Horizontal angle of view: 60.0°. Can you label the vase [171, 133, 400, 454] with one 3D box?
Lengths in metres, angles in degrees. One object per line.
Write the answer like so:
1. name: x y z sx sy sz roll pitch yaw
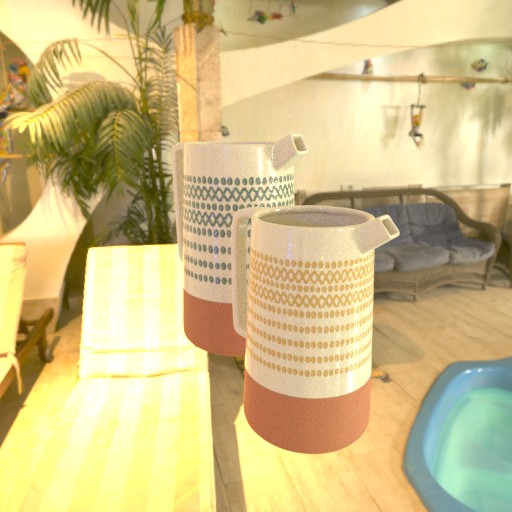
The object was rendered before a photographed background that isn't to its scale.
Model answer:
1. vase: 0.000 0.000 0.465 0.168 0.247 0.326 -3 16 -9
